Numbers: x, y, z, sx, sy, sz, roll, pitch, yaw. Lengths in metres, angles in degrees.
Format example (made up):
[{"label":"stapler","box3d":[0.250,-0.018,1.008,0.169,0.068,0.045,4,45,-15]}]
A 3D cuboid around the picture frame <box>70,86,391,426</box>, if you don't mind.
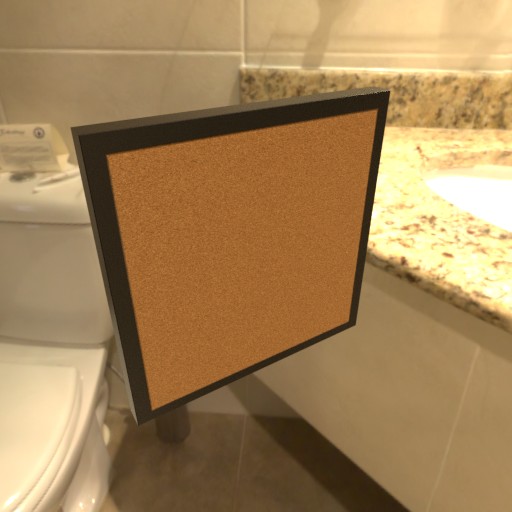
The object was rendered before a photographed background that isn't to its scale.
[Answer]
[{"label":"picture frame","box3d":[0.000,0.000,0.538,0.355,0.353,0.029,-18,35,-27]}]
